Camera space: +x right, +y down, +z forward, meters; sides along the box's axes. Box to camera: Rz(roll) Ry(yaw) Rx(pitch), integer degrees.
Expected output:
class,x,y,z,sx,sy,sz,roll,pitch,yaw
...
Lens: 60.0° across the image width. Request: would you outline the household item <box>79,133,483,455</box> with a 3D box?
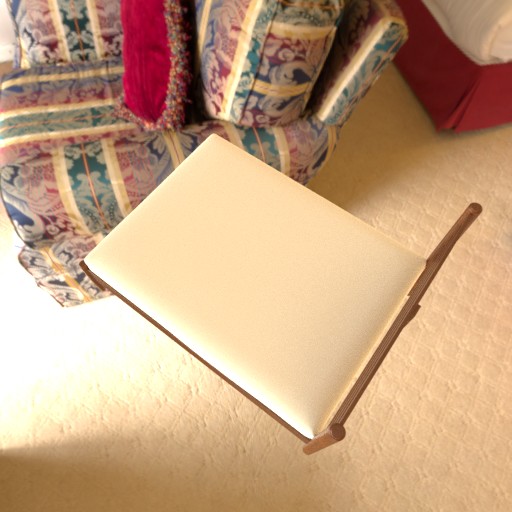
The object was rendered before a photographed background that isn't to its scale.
class,x,y,z,sx,sy,sz,roll,pitch,yaw
household item,0.000,0.000,3.286,2.232,1.356,1.663,34,68,16
